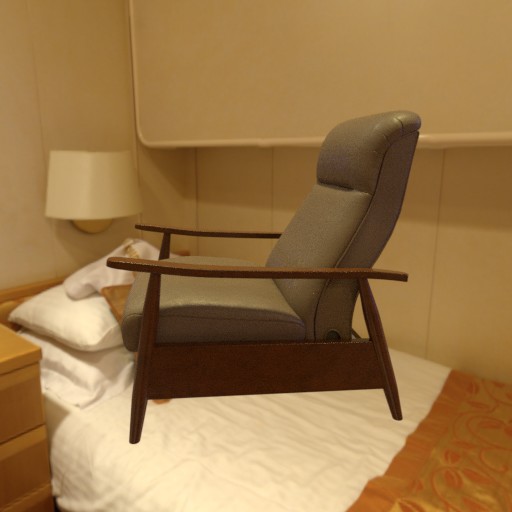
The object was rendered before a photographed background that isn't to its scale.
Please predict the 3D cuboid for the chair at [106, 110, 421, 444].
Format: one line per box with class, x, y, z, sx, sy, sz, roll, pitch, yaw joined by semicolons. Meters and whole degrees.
chair;0.000;0.000;1.768;1.014;1.082;0.762;-2;13;-8
